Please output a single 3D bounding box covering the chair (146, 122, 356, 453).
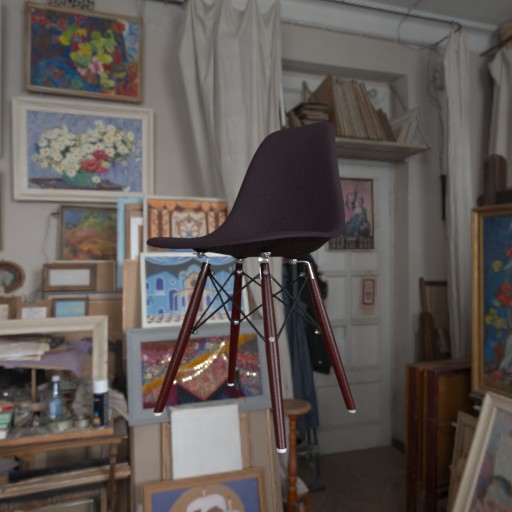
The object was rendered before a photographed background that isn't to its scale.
[{"bbox_3d":[0.000,0.000,1.189,0.470,0.826,0.533,0,-1,35],"label":"chair"}]
